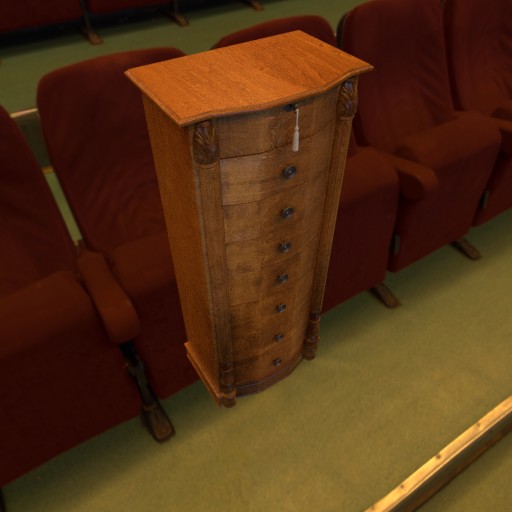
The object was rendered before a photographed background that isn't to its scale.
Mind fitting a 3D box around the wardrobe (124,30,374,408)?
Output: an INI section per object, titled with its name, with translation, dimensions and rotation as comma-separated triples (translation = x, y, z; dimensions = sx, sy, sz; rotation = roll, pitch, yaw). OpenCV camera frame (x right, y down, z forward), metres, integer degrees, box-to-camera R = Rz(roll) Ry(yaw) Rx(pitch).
[wardrobe]
translation = 0.000, 0.000, 1.151
dimensions = 0.406, 0.959, 0.273
rotation = -24, 50, -23
